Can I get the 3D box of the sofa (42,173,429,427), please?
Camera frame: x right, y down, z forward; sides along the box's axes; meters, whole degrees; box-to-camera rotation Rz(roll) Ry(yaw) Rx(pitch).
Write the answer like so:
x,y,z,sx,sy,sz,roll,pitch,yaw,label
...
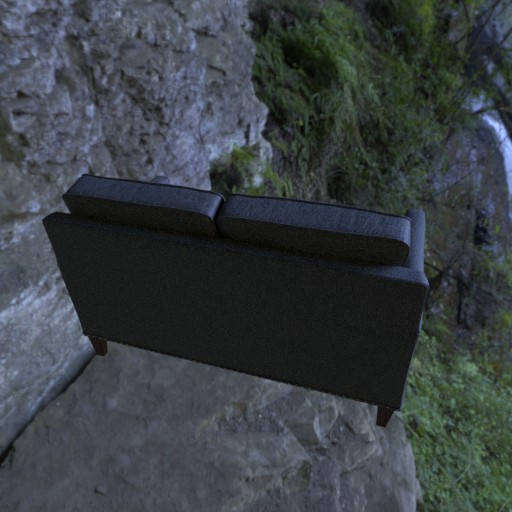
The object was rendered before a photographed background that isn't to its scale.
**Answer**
x,y,z,sx,sy,sz,roll,pitch,yaw,label
0.000,0.000,2.222,1.597,1.003,1.084,10,34,15,sofa
